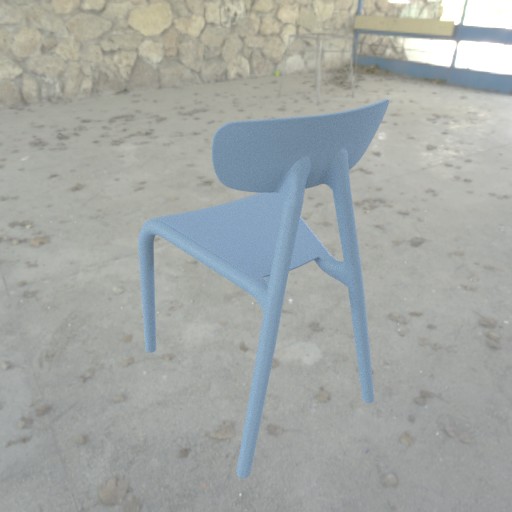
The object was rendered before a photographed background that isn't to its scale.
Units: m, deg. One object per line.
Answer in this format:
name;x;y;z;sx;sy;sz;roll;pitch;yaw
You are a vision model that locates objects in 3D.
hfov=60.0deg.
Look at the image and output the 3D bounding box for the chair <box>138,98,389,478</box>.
chair;0.000;0.000;0.818;0.356;0.580;0.401;-18;35;-28
